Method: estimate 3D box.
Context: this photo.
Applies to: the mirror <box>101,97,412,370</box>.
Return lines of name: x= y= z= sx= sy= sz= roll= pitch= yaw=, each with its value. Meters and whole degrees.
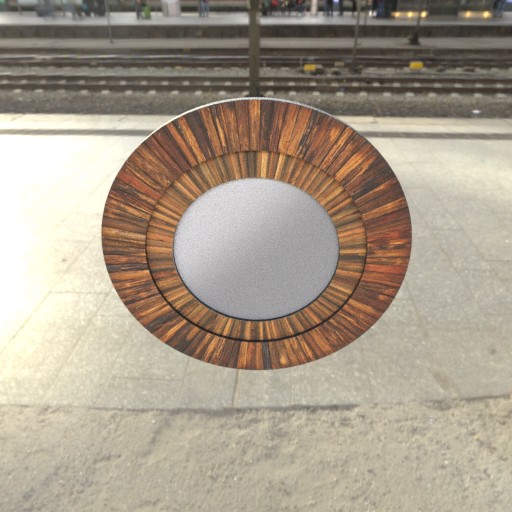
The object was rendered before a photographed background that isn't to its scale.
mirror: x=0.000 y=0.000 z=1.576 sx=1.077 sy=1.077 sz=0.036 roll=0 pitch=31 yaw=1
